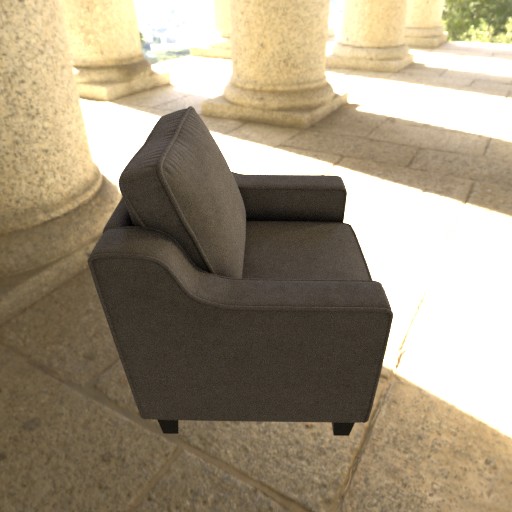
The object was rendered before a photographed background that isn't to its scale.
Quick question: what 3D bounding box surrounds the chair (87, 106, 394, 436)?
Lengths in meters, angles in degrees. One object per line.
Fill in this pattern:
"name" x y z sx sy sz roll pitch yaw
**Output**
"chair" 0.000 0.000 1.640 0.840 0.944 0.926 0 33 1
